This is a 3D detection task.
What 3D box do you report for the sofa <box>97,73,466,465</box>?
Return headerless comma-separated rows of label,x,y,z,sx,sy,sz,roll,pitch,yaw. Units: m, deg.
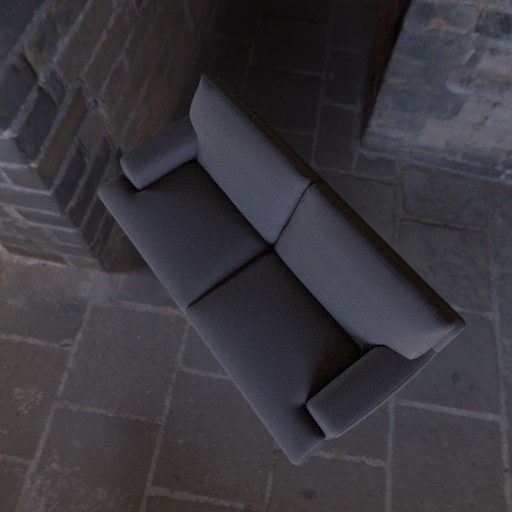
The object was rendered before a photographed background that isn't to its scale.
sofa,0.000,0.000,2.809,1.140,0.950,2.271,-35,70,-15
